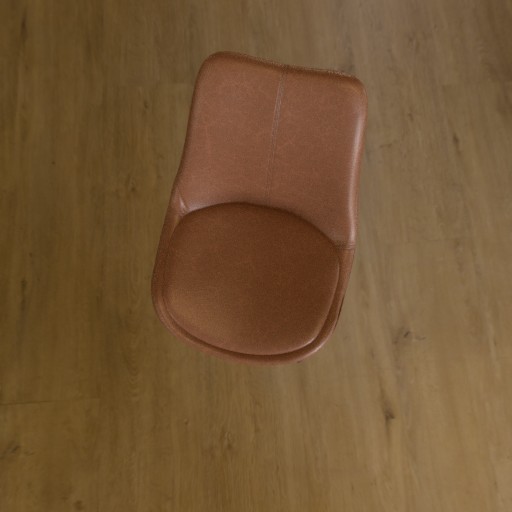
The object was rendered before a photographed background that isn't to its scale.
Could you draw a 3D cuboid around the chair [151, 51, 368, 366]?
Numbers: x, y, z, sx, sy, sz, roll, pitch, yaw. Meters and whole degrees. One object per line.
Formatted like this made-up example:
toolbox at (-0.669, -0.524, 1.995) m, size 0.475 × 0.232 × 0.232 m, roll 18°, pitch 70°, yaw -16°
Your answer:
chair at (0.000, 0.000, 1.156) m, size 0.475 × 0.850 × 0.550 m, roll 12°, pitch 76°, yaw 3°
